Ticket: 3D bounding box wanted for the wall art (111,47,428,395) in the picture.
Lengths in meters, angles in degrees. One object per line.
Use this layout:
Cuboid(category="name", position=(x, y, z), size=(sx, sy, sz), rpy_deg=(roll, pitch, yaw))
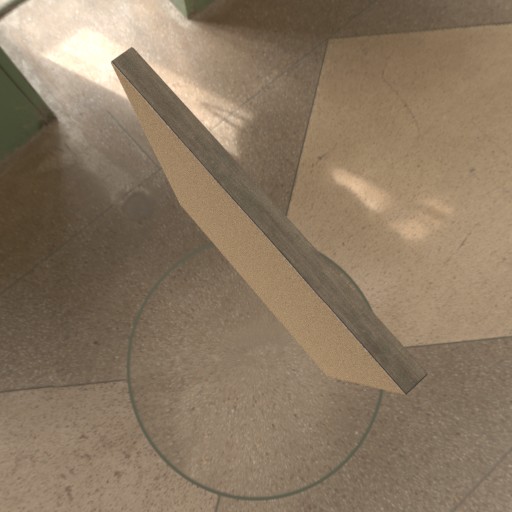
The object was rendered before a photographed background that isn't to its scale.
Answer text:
Cuboid(category="wall art", position=(0.000, 0.000, 1.096), size=(0.050, 0.751, 0.749), rpy_deg=(-40, 80, -8))
